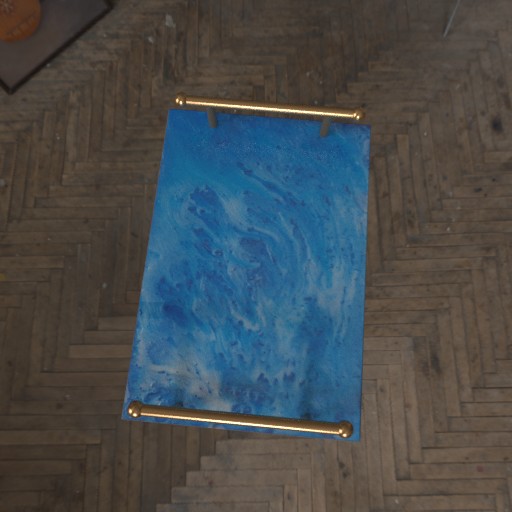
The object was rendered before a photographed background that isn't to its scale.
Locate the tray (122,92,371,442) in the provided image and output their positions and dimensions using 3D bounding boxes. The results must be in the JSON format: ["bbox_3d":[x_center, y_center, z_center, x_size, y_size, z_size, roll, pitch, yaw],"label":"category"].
[{"bbox_3d":[0.000,0.000,0.585,0.304,0.084,0.444,5,77,1],"label":"tray"}]
